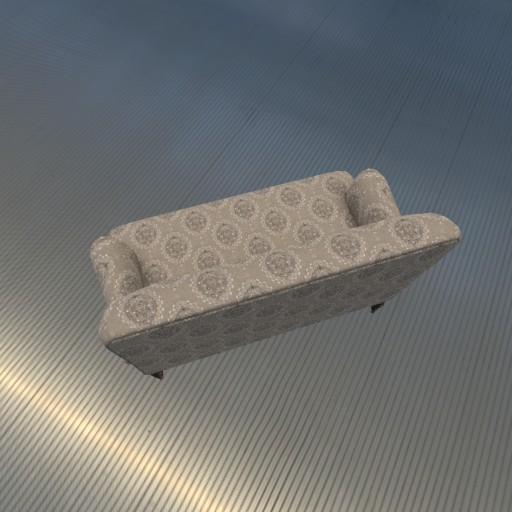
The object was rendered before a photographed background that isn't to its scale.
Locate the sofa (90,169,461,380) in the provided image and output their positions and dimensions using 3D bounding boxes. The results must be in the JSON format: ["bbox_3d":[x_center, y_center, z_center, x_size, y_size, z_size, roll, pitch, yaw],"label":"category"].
[{"bbox_3d":[0.000,0.000,1.888,1.297,0.889,0.779,-16,60,-9],"label":"sofa"}]
